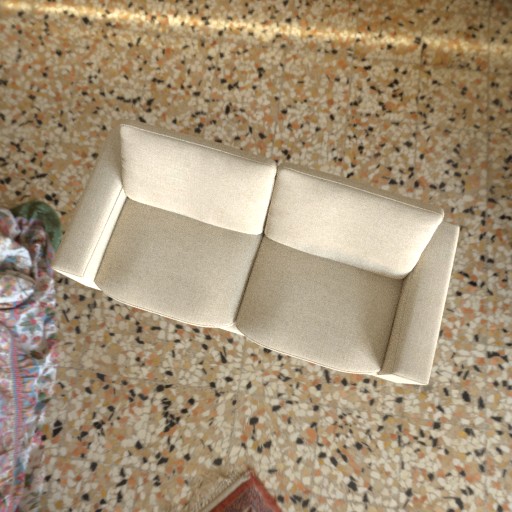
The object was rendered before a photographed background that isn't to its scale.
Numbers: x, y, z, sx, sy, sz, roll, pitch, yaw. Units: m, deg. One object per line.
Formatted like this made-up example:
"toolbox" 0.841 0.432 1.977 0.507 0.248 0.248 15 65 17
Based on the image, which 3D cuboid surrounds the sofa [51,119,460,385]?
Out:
"sofa" 0.000 0.000 2.764 2.299 0.922 1.040 17 76 4
